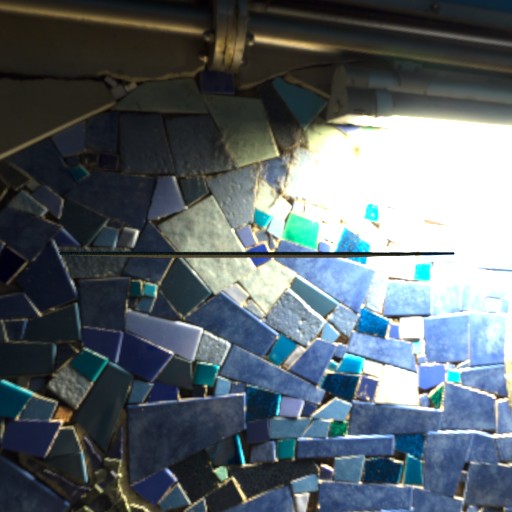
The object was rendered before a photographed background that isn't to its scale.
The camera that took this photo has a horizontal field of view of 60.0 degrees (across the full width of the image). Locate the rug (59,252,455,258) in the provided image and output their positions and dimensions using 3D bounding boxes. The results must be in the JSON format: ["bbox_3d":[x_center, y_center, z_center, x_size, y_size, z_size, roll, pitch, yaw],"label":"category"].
[{"bbox_3d":[0.000,0.000,2.890,1.594,0.013,2.213,0,-1,0],"label":"rug"}]
